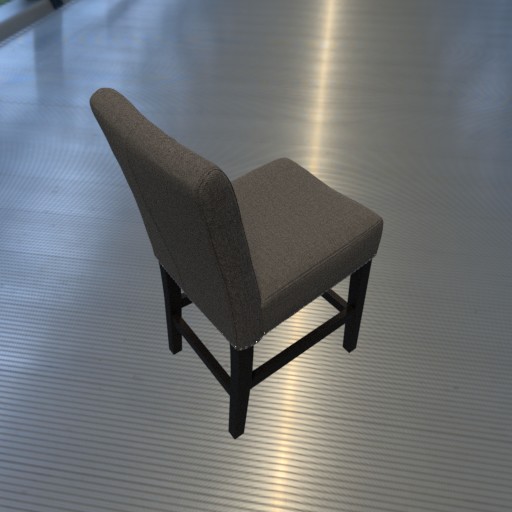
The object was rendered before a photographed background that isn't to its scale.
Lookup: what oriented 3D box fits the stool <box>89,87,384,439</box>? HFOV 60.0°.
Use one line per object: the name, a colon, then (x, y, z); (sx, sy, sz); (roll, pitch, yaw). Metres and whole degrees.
stool: (0.000, 0.000, 1.173); (0.571, 0.885, 0.427); (-27, 48, -27)
